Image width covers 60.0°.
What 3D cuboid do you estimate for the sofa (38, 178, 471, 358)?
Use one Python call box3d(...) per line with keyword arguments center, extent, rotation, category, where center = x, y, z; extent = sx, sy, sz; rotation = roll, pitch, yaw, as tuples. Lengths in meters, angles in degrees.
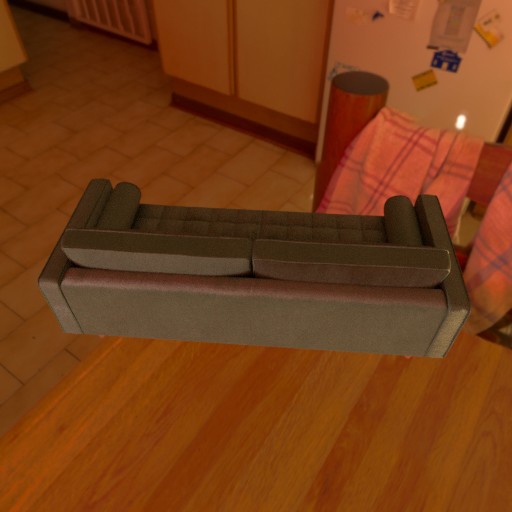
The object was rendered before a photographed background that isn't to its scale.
box3d(center=(0.000, 0.000, 2.649), extent=(2.199, 0.769, 0.918), rotation=(3, 47, 3), category="sofa")
